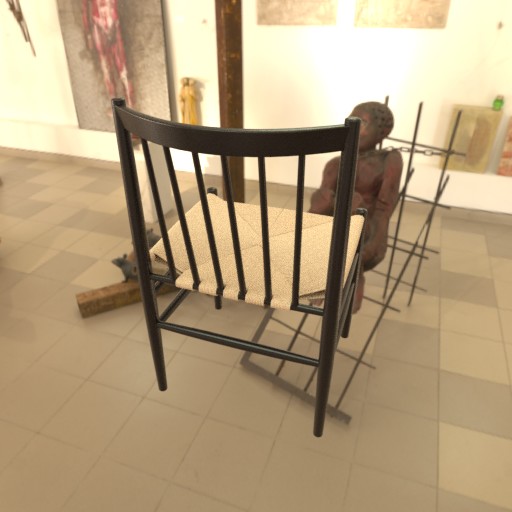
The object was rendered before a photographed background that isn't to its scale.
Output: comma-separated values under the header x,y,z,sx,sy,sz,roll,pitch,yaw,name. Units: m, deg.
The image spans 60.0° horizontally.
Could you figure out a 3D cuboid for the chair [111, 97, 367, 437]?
x,y,z,sx,sy,sz,roll,pitch,yaw,name
0.000,0.000,1.145,0.495,0.818,0.516,10,33,17,chair
